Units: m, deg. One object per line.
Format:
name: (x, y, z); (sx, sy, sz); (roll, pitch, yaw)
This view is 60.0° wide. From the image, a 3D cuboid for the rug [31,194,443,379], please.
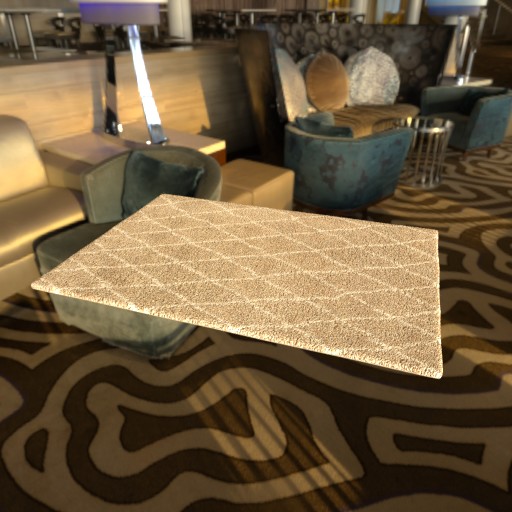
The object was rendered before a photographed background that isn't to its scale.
rug: (0.000, 0.000, 2.283); (1.778, 0.030, 1.219); (9, 30, 17)
